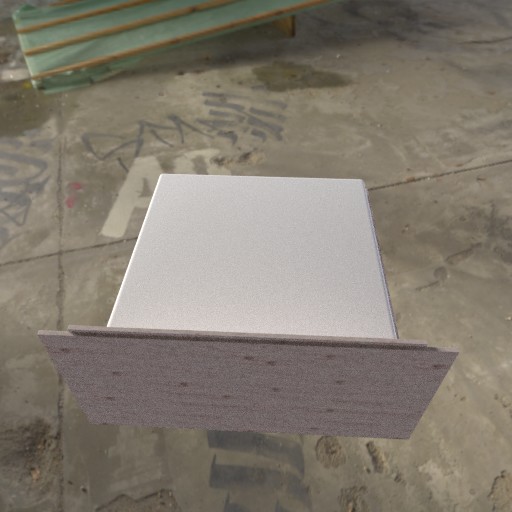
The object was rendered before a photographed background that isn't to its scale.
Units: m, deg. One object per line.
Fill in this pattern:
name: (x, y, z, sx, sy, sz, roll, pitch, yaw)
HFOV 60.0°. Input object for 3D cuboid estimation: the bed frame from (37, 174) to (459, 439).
bed frame: (0.000, 0.000, 3.109, 1.950, 0.970, 2.080, 2, 45, 2)
